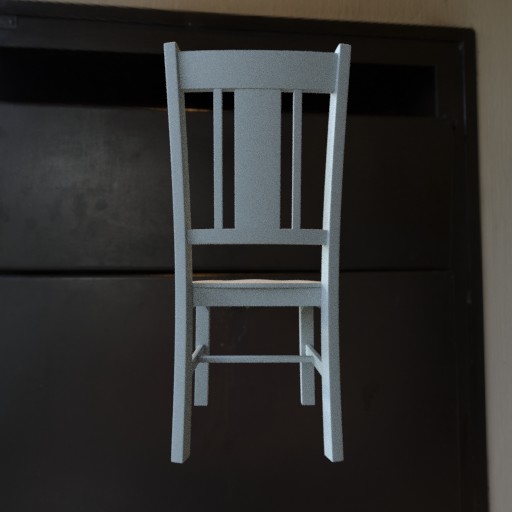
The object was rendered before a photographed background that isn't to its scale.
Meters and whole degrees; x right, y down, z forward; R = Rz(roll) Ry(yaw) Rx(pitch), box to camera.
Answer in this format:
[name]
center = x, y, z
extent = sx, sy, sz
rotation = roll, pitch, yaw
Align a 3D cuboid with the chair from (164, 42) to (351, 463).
[chair]
center = 0.000, 0.000, 1.295
extent = 0.450, 0.998, 0.555
rotation = 0, -3, -1
